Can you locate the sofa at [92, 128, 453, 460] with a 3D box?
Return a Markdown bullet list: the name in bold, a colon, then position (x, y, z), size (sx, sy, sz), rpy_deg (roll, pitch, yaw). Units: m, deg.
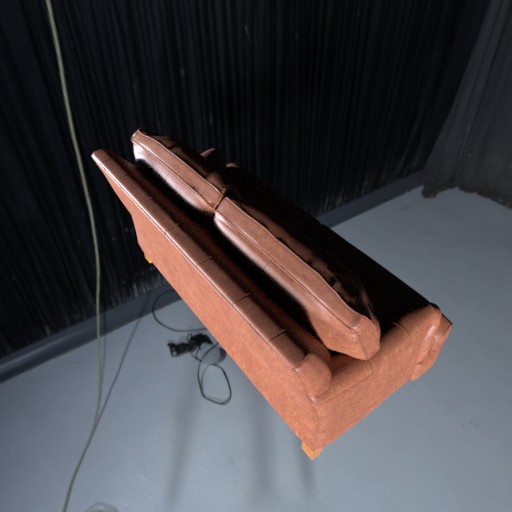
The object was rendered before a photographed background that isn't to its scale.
- **sofa**: position (0.000, 0.000, 2.760), size (1.147, 1.071, 2.144), rpy_deg (-26, 47, -26)
